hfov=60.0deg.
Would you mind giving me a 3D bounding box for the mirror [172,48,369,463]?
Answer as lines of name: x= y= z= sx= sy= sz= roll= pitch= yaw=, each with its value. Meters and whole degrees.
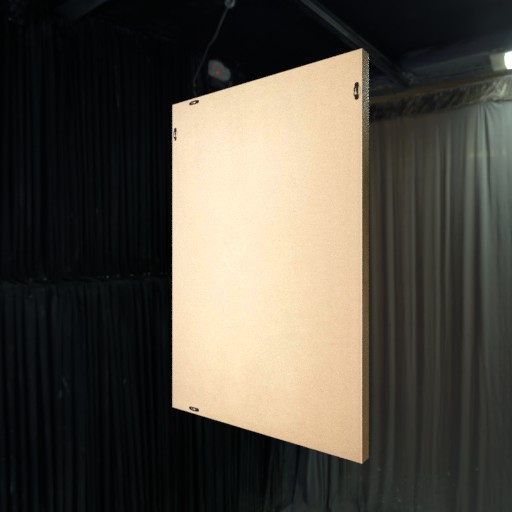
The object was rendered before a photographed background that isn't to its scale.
mirror: x=0.000 y=0.000 z=1.171 sx=0.609 sy=0.915 sz=0.041 roll=0 pitch=0 yaw=37
